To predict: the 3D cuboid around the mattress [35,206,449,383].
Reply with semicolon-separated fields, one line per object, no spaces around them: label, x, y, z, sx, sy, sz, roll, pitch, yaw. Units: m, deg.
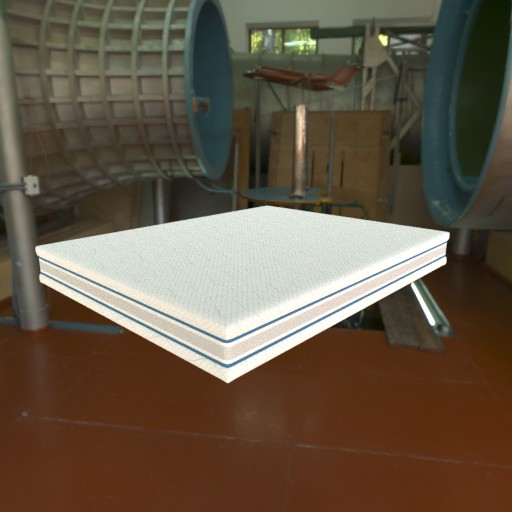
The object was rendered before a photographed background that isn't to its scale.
mattress;0.000;0.000;2.741;1.600;0.230;2.000;14;21;41
